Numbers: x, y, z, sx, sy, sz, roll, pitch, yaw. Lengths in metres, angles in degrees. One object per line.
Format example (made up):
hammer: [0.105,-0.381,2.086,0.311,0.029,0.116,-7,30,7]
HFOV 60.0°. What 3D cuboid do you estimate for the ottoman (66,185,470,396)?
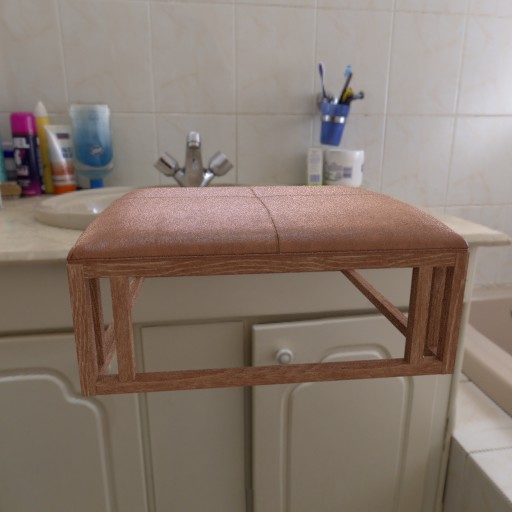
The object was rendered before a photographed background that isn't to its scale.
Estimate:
ottoman: [0.000,0.000,1.615,1.016,0.442,1.013,-2,16,-6]
